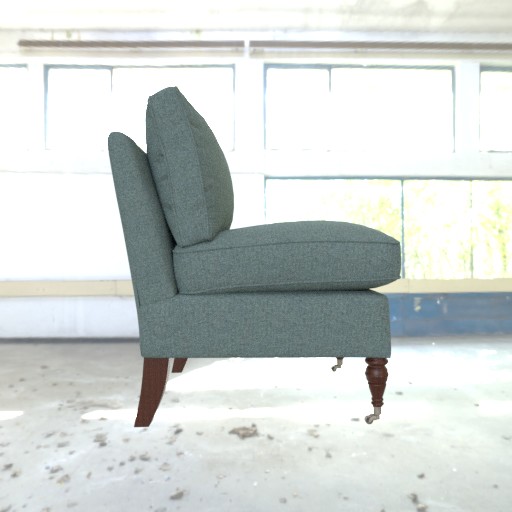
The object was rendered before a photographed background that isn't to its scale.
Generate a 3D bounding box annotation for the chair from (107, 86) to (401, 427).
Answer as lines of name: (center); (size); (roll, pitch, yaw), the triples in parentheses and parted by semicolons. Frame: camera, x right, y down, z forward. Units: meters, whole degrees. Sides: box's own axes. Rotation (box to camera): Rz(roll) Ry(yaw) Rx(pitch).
chair: (0.000, 0.000, 1.453); (0.796, 0.901, 0.624); (0, 0, 0)
